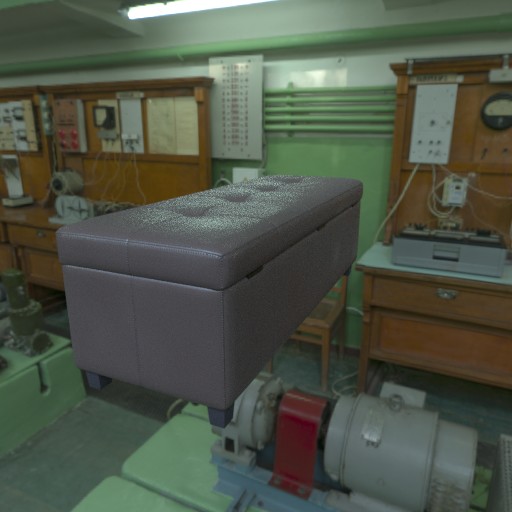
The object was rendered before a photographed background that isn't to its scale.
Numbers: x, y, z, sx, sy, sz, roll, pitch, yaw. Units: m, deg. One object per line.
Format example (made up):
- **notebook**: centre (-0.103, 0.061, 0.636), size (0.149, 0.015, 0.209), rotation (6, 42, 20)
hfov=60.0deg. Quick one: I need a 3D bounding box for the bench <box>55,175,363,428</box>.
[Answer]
- **bench**: centre (0.000, 0.000, 1.459), size (0.450, 0.417, 1.219), rotation (7, 18, 24)
